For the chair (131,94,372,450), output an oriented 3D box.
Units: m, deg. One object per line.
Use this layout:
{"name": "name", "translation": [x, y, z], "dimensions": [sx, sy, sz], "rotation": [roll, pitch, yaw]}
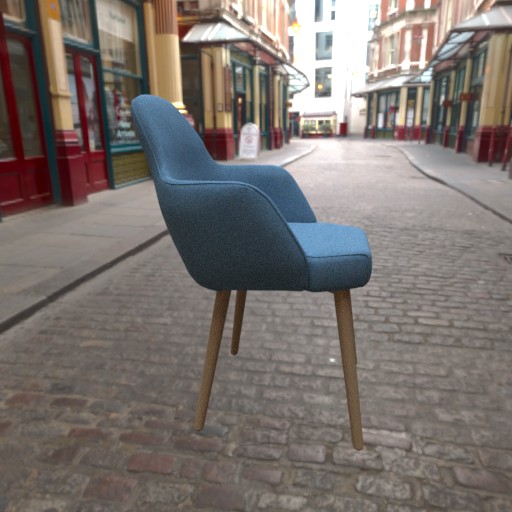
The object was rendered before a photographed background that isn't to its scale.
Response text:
{"name": "chair", "translation": [0.000, 0.000, 1.333], "dimensions": [0.666, 0.920, 0.589], "rotation": [3, 16, 10]}
